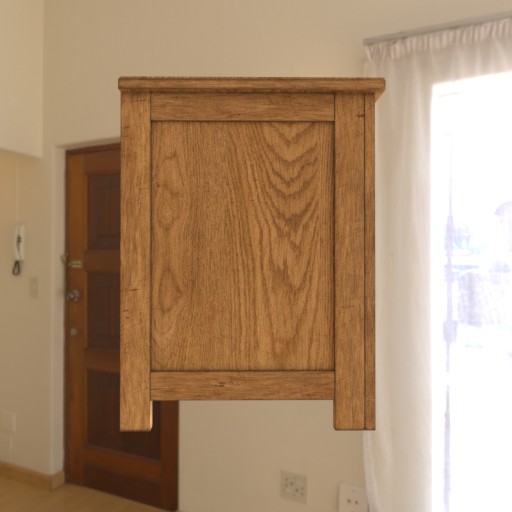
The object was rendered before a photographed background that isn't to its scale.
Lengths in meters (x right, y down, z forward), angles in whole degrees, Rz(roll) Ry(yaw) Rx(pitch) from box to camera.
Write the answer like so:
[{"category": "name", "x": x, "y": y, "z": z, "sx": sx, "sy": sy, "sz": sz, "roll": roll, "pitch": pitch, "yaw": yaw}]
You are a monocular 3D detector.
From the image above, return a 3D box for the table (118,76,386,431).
[{"category": "table", "x": 0.000, "y": 0.000, "z": 1.075, "sx": 0.494, "sy": 0.625, "sz": 0.601, "roll": 0, "pitch": 0, "yaw": -1}]
